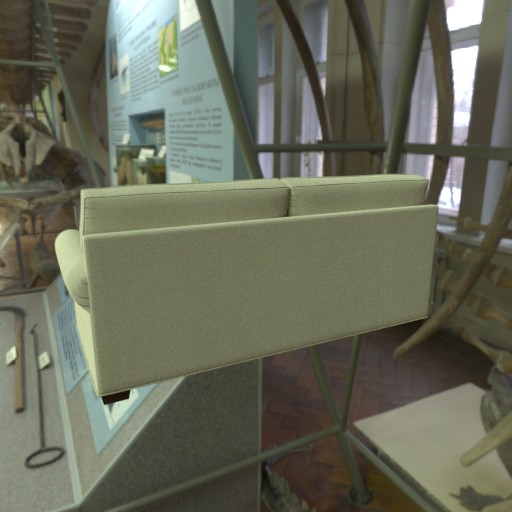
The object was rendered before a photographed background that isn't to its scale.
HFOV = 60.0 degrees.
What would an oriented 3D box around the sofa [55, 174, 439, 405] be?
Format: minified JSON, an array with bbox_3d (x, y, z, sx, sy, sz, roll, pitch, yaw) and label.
[{"bbox_3d":[0.000,0.000,2.647,2.146,0.962,0.901,-7,16,-26],"label":"sofa"}]
